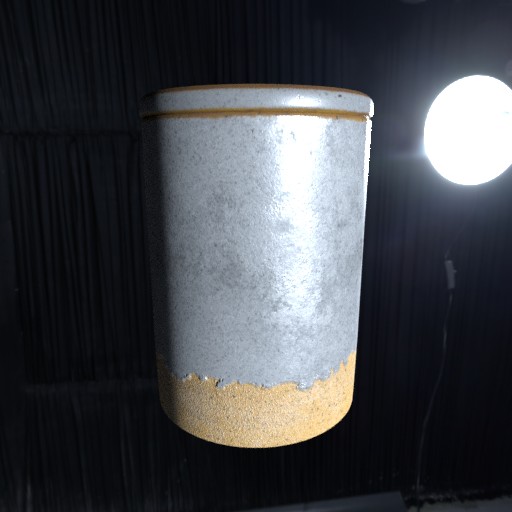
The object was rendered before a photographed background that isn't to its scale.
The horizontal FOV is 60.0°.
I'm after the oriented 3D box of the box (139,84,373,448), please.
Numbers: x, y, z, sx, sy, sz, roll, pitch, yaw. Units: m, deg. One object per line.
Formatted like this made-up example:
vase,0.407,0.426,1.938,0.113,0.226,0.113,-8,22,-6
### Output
box,0.000,0.000,0.249,0.118,0.168,0.118,0,14,0
